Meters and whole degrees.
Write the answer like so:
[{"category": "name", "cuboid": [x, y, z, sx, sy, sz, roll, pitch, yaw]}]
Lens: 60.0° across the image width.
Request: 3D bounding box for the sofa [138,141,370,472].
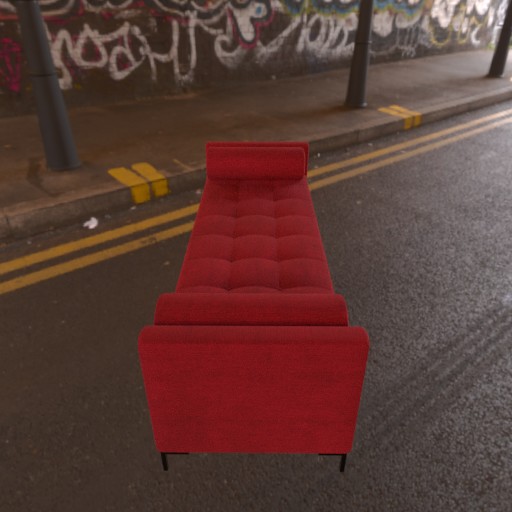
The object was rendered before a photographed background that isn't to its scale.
[{"category": "sofa", "cuboid": [0.000, 0.000, 2.280, 0.686, 0.635, 1.981, 0, 31, 0]}]
